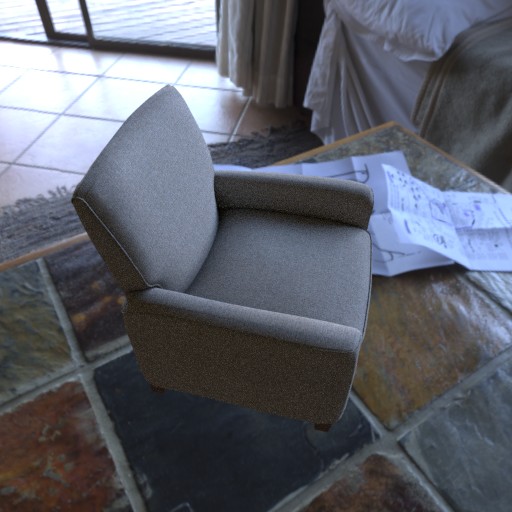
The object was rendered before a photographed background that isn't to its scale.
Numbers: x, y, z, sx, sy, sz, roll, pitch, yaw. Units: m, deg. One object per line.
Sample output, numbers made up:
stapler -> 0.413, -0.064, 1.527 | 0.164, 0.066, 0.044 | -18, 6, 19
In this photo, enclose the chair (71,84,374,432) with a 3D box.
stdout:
chair -> 0.000, 0.000, 1.646 | 0.864, 1.014, 0.848 | 10, 46, 9
